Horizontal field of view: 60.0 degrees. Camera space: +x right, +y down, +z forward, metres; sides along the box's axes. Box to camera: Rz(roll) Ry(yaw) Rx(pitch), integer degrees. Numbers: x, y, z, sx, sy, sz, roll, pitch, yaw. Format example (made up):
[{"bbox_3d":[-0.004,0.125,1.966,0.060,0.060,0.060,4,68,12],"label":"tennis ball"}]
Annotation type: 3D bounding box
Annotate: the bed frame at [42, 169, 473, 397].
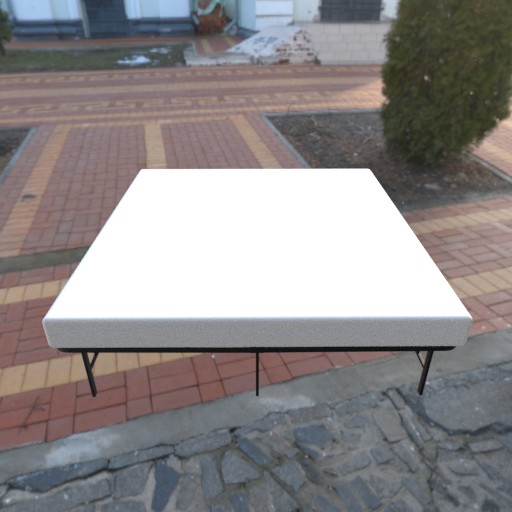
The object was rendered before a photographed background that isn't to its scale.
[{"bbox_3d":[0.000,0.000,2.970,1.935,0.525,2.033,0,30,0],"label":"bed frame"}]
